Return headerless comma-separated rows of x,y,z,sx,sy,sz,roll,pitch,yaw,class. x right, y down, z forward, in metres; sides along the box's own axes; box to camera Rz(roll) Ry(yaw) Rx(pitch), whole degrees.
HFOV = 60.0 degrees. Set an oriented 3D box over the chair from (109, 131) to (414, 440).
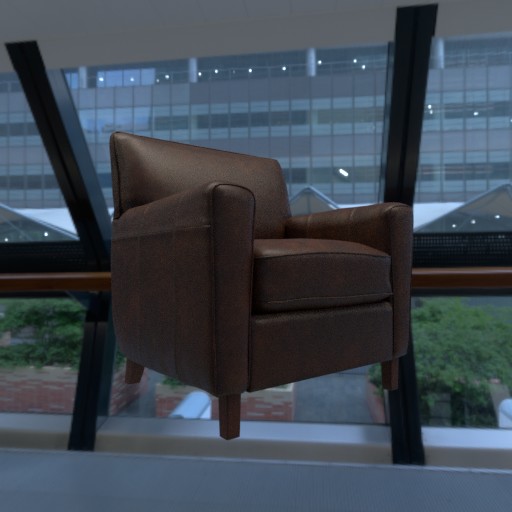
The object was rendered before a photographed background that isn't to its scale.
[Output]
0.000,0.000,1.630,0.870,0.943,0.823,0,0,-38,chair
